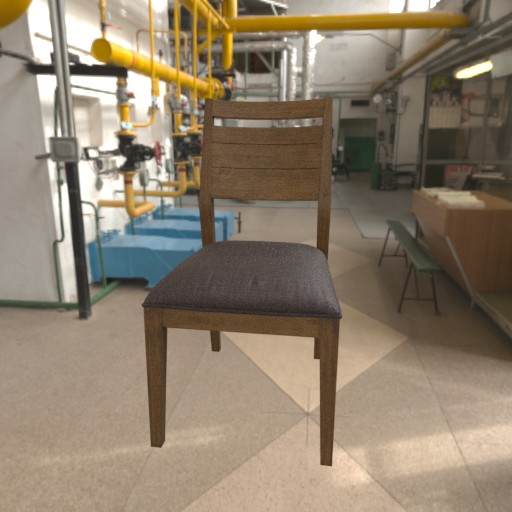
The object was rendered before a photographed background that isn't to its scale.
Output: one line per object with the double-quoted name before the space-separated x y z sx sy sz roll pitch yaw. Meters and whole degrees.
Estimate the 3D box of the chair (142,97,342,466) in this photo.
"chair" 0.000 0.000 1.344 0.501 0.939 0.610 2 16 8
